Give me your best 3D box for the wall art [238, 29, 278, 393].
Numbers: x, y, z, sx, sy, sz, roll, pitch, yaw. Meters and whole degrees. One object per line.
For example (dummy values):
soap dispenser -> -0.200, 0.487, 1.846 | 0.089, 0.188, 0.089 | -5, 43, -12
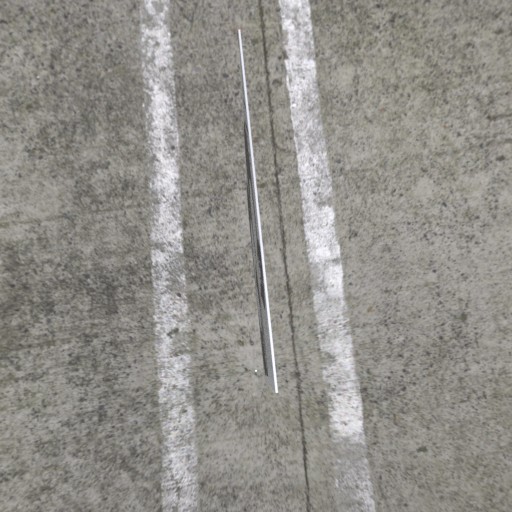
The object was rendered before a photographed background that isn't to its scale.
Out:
wall art -> 0.000, 0.000, 0.818 | 0.003, 0.609, 0.457 | -5, 76, -1
